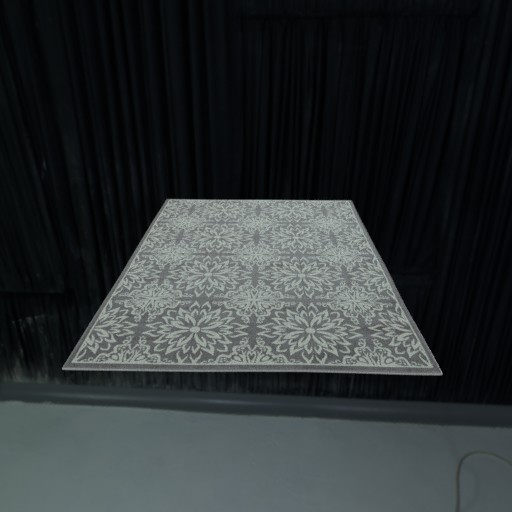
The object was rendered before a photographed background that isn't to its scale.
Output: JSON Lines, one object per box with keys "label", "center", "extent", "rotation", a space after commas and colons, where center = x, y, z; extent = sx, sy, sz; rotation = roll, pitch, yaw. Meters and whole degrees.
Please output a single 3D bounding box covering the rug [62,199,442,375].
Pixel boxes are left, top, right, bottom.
{"label": "rug", "center": [0.000, 0.000, 2.860], "extent": [1.608, 0.014, 2.213], "rotation": [1, 26, 1]}
